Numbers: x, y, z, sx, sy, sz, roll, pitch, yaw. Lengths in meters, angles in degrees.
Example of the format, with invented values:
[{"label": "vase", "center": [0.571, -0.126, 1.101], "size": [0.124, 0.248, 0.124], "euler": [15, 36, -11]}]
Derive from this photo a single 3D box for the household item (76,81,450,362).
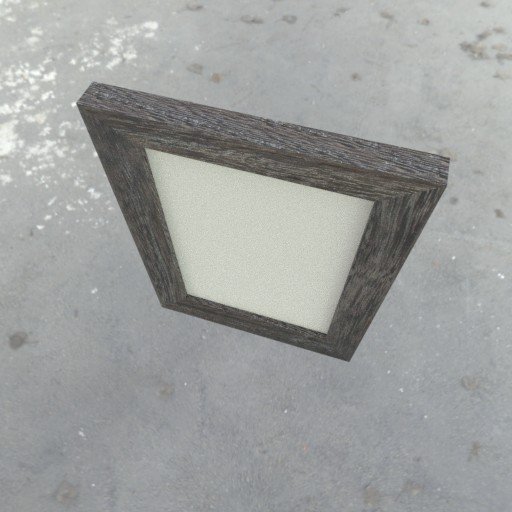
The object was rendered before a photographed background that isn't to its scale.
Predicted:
[{"label": "household item", "center": [0.000, 0.000, 0.277], "size": [0.160, 0.210, 0.020], "euler": [15, 59, 9]}]
